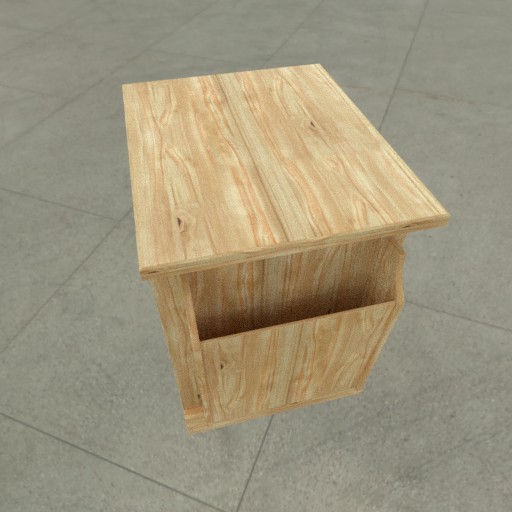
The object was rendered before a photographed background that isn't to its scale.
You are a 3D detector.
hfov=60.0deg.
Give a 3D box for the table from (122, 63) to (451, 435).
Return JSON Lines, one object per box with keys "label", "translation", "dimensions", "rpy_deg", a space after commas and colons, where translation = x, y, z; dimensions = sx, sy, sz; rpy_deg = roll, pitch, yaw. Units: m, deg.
{"label": "table", "translation": [0.000, 0.000, 0.855], "dimensions": [0.380, 0.515, 0.530], "rpy_deg": [-10, 46, -10]}
